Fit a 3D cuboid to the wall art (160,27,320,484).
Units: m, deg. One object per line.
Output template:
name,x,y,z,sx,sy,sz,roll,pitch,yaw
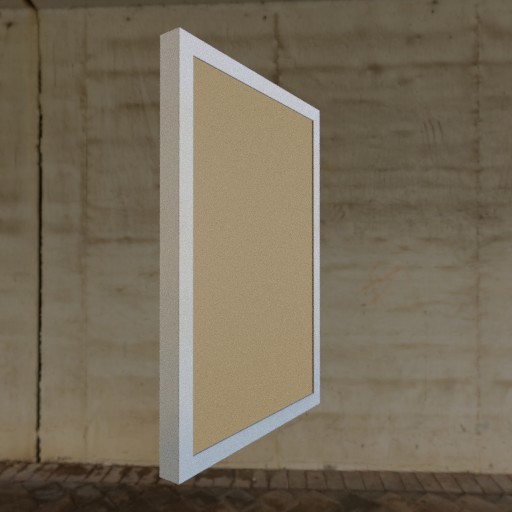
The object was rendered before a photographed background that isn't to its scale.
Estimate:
wall art,0.000,0.000,0.769,0.038,0.611,0.408,0,-1,35
